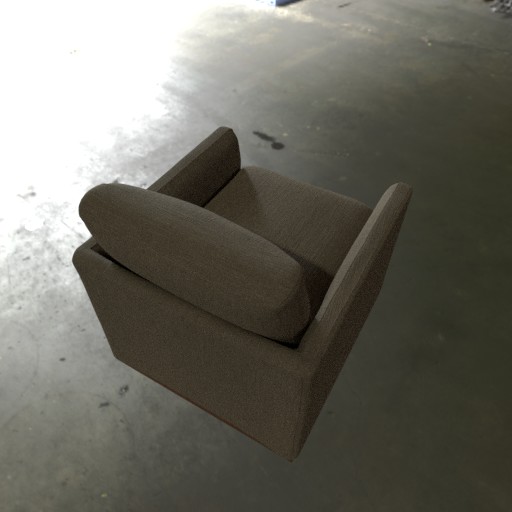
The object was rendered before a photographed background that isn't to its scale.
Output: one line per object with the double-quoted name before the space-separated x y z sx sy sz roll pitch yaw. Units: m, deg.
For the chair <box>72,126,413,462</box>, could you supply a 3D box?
"chair" 0.000 0.000 1.486 0.763 0.811 0.834 23 51 20
